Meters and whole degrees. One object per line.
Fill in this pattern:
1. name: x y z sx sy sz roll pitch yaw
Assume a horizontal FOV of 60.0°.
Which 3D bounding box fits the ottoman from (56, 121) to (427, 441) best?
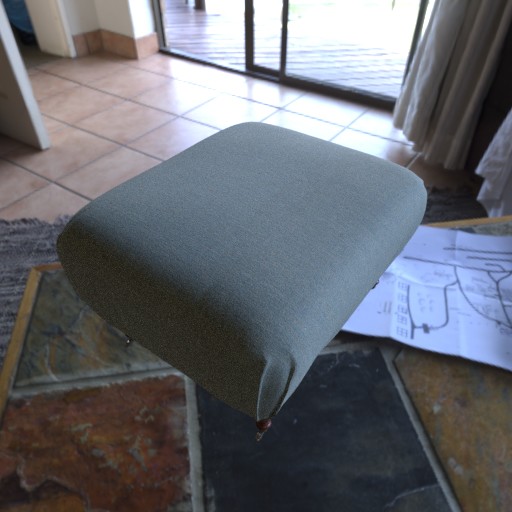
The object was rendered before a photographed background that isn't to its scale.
1. ottoman: 0.000 0.000 1.139 0.622 0.450 0.747 26 47 27
